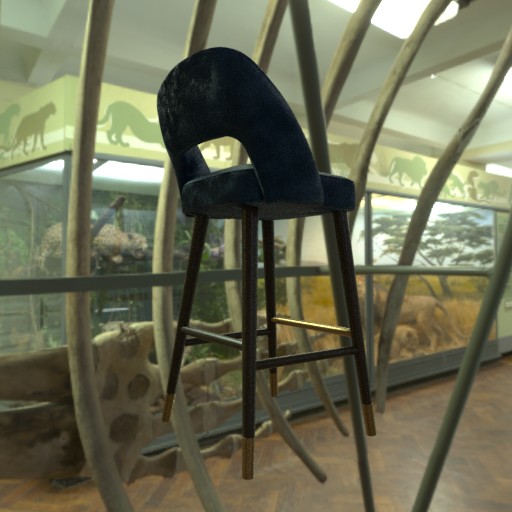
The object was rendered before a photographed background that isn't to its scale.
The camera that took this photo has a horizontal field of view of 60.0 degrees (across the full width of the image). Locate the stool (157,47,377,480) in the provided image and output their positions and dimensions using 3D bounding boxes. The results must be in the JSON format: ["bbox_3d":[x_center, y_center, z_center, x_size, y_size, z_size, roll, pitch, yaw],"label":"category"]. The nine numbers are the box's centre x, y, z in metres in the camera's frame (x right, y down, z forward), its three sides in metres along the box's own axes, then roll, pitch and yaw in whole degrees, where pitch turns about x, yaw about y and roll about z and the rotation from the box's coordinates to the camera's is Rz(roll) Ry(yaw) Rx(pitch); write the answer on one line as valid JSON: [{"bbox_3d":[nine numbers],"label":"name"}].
[{"bbox_3d":[0.000,0.000,1.297,0.515,1.016,0.514,0,-1,-36],"label":"stool"}]
